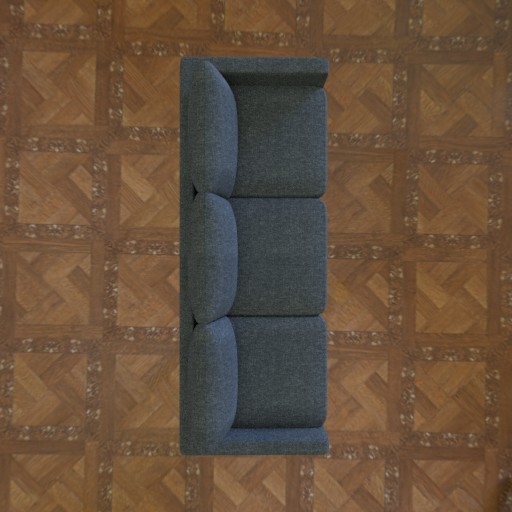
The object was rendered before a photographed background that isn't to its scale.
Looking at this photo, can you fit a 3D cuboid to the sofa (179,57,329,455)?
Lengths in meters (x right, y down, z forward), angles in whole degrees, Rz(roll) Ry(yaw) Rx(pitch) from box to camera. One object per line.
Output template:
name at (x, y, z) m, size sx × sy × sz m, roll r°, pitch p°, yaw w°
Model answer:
sofa at (0.000, 0.000, 2.679) m, size 0.859 × 0.874 × 2.218 m, roll 0°, pitch 90°, yaw -1°
